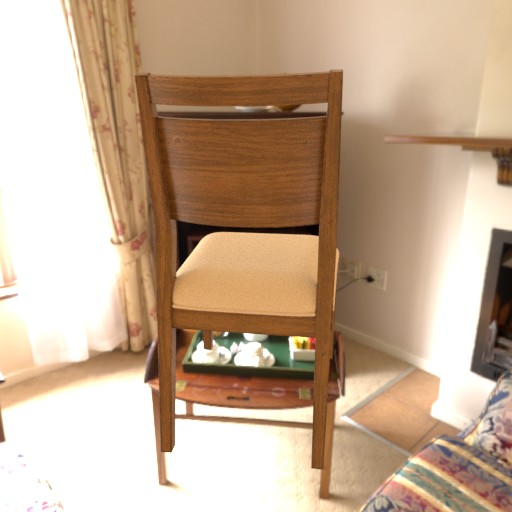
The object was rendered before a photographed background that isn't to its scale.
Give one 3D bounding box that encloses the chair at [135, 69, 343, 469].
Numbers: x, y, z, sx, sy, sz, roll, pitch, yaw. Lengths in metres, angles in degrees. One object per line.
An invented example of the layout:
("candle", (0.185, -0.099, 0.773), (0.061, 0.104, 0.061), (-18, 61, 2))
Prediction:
("chair", (0.000, 0.000, 1.281), (0.497, 0.939, 0.610), (2, 17, 8))
